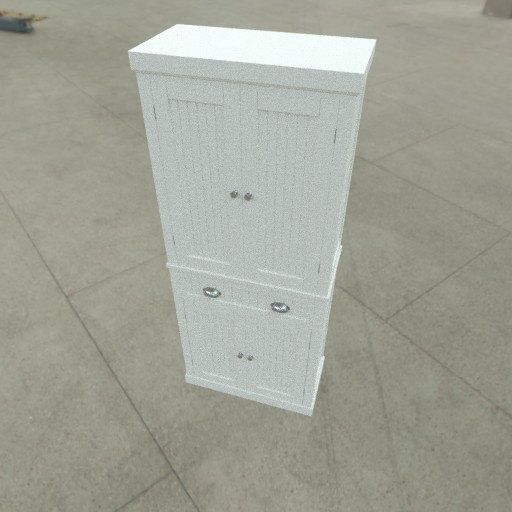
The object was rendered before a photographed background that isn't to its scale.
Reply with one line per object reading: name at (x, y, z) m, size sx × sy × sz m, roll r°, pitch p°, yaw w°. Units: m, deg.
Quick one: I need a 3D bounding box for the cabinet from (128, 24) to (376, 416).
cabinet at (0.000, 0.000, 2.064) m, size 0.754 × 1.829 × 0.390 m, roll 11°, pitch 41°, yaw 13°
